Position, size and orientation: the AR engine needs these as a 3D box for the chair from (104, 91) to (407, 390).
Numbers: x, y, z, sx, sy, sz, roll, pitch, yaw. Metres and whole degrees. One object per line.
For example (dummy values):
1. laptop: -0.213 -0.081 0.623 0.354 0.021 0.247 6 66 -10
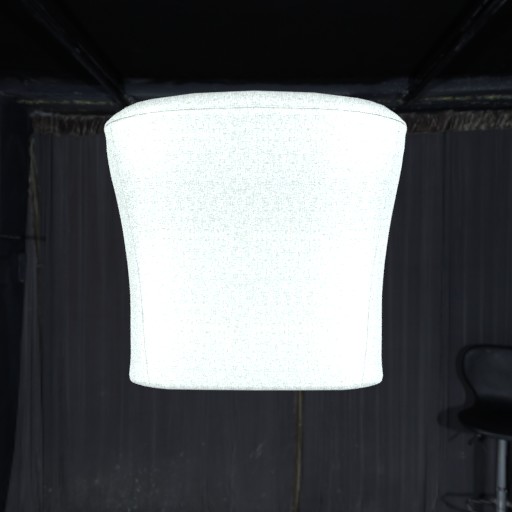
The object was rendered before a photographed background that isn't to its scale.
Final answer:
1. chair: 0.000 0.000 1.570 0.864 0.856 0.923 0 0 1
